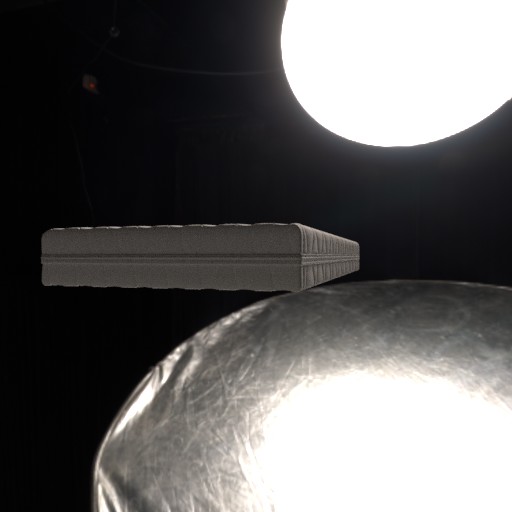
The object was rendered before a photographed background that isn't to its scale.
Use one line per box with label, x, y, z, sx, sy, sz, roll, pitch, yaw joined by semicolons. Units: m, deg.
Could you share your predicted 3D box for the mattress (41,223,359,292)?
mattress;0.000;0.000;2.315;0.900;0.200;2.000;0;0;18
